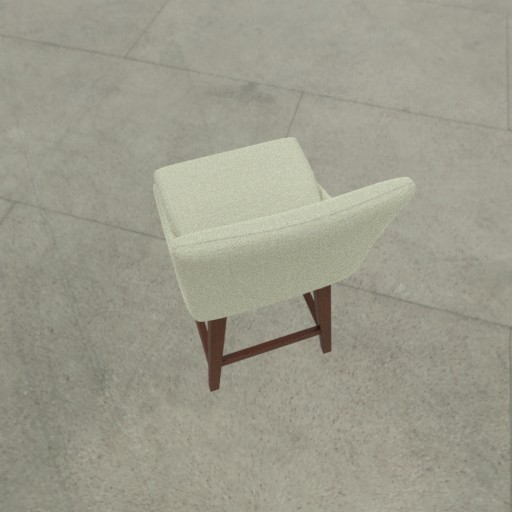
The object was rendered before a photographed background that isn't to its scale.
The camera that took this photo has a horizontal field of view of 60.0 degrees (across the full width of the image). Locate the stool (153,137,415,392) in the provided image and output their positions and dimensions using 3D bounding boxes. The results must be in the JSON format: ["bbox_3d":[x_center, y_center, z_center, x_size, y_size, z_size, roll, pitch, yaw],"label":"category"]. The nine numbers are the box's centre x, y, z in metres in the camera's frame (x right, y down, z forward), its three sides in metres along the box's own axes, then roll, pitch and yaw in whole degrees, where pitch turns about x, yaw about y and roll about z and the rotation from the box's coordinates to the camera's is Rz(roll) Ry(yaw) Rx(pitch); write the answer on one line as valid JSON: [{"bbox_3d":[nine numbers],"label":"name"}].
[{"bbox_3d":[0.000,0.000,1.286,0.469,0.991,0.559,-16,59,-10],"label":"stool"}]
